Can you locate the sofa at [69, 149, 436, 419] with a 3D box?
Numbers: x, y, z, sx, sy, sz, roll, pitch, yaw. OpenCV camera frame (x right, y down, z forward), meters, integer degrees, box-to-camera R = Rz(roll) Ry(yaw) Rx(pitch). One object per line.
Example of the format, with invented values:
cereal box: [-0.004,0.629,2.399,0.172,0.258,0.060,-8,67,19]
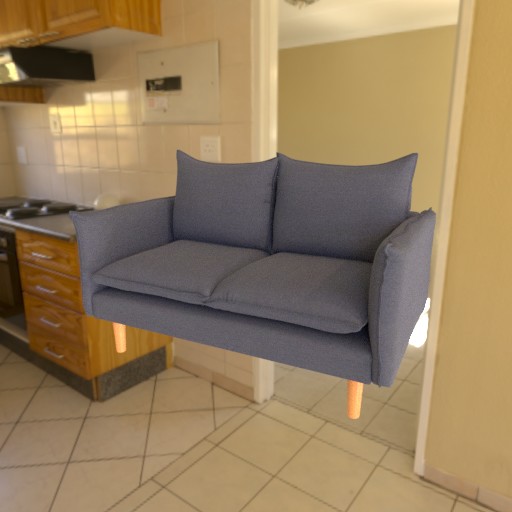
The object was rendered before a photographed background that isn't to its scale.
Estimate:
sofa: [0.000,0.000,1.846,1.300,0.840,0.820,7,17,26]
